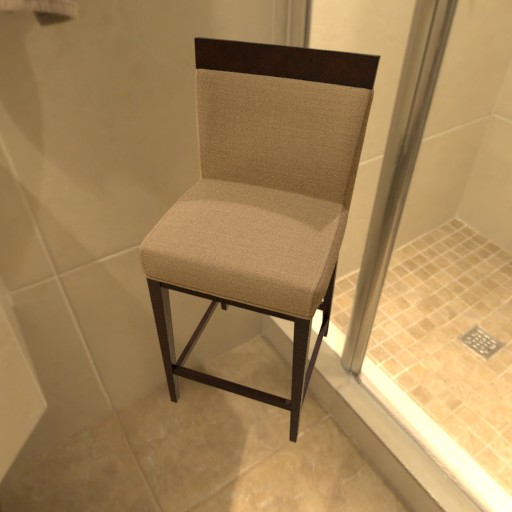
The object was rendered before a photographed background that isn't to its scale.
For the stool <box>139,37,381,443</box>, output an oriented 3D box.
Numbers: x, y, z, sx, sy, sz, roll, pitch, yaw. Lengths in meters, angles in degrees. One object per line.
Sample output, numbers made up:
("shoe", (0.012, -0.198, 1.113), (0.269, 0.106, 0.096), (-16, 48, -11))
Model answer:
("stool", (0.000, 0.000, 1.381), (0.511, 1.117, 0.531), (13, 42, 15))
